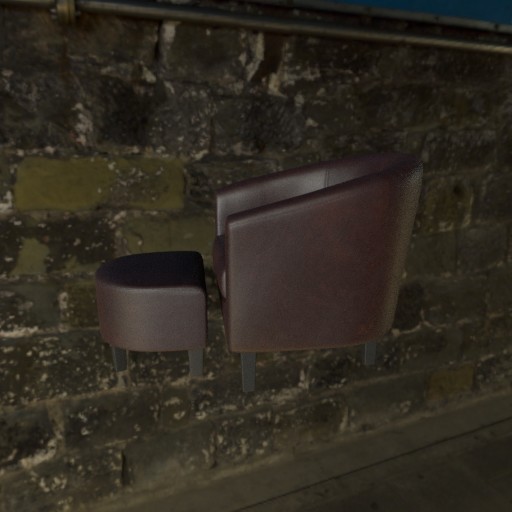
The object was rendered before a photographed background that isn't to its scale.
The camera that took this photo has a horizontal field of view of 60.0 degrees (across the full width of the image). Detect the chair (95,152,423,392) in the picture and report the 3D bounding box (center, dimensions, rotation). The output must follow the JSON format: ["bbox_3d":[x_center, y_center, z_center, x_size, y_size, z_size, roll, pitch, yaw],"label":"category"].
[{"bbox_3d":[0.000,0.000,1.679,1.176,0.755,0.737,-2,15,-8],"label":"chair"}]
